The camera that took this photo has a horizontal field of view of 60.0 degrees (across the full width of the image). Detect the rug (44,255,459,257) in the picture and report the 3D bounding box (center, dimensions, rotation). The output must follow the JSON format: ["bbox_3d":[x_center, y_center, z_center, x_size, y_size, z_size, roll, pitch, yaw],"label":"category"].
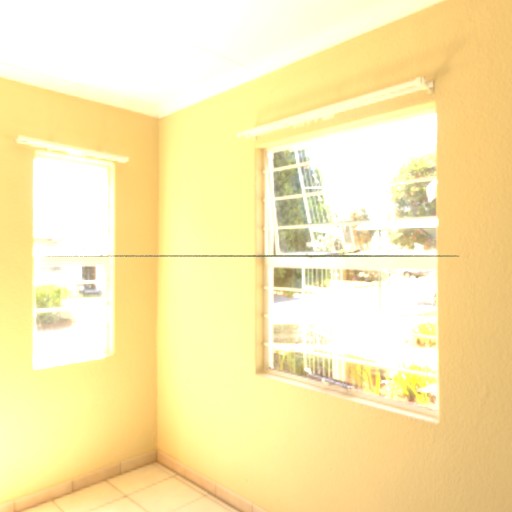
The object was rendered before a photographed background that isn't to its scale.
[{"bbox_3d":[0.000,0.000,4.043,2.980,0.012,2.363,0,0,36],"label":"rug"}]
